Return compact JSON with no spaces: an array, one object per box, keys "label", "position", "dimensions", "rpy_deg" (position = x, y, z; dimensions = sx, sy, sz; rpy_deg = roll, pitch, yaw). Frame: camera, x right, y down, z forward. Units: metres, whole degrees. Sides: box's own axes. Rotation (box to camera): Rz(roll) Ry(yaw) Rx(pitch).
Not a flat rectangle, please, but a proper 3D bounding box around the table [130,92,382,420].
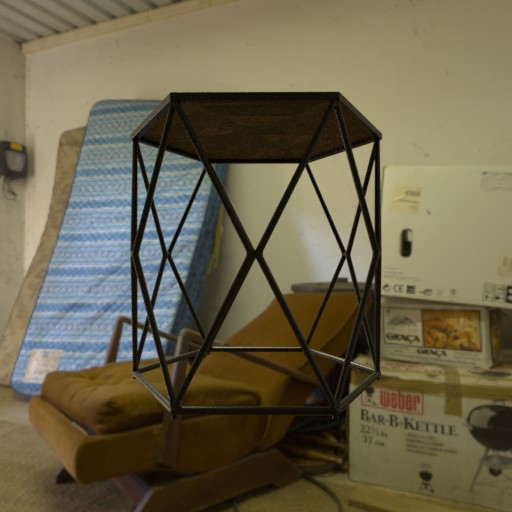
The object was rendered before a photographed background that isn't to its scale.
[{"label":"table","position":[0.000,0.000,1.019],"dimensions":[0.578,0.564,0.579],"rpy_deg":[0,0,0]}]
